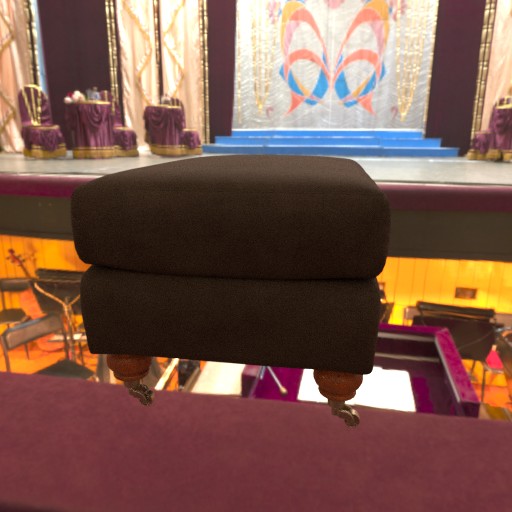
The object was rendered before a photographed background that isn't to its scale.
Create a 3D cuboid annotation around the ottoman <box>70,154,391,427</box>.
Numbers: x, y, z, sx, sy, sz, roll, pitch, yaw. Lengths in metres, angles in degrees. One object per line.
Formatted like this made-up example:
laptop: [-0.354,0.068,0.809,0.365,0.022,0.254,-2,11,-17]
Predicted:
ottoman: [0.000,0.000,1.135,0.574,0.497,0.773,3,16,9]
